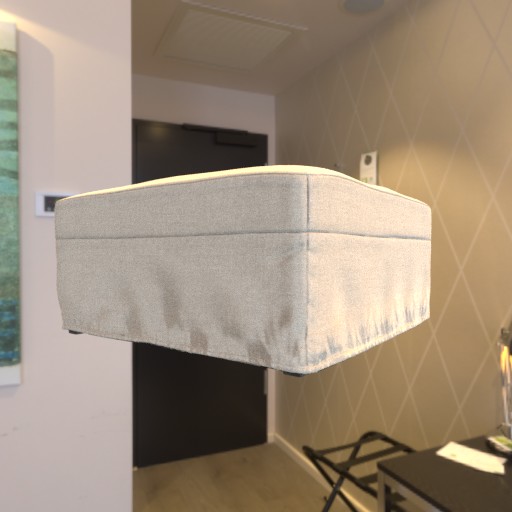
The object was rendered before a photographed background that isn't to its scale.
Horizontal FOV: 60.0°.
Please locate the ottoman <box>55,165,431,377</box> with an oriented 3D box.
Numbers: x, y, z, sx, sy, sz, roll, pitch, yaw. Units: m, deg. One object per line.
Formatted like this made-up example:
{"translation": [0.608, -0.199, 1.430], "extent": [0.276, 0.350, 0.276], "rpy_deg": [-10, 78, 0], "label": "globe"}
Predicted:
{"translation": [0.000, 0.000, 1.345], "extent": [0.840, 0.436, 0.843], "rpy_deg": [0, 1, 36], "label": "ottoman"}
